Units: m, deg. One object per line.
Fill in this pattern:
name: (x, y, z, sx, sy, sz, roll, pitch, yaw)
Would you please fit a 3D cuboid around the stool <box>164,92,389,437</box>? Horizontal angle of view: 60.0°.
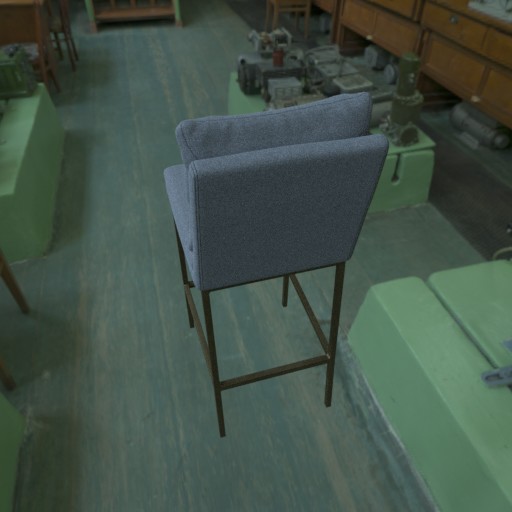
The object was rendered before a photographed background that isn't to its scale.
stool: (0.000, 0.000, 1.411, 0.463, 1.130, 0.569, -11, 42, -13)
